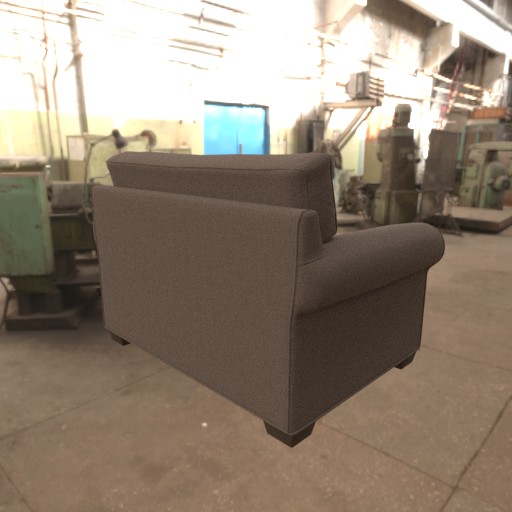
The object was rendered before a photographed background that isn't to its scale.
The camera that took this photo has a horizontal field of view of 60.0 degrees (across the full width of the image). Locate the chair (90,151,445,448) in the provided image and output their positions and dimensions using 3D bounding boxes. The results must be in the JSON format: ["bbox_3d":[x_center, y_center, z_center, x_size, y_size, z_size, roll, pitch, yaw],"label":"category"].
[{"bbox_3d":[0.000,0.000,2.024,1.390,0.930,0.930,13,19,43],"label":"chair"}]
